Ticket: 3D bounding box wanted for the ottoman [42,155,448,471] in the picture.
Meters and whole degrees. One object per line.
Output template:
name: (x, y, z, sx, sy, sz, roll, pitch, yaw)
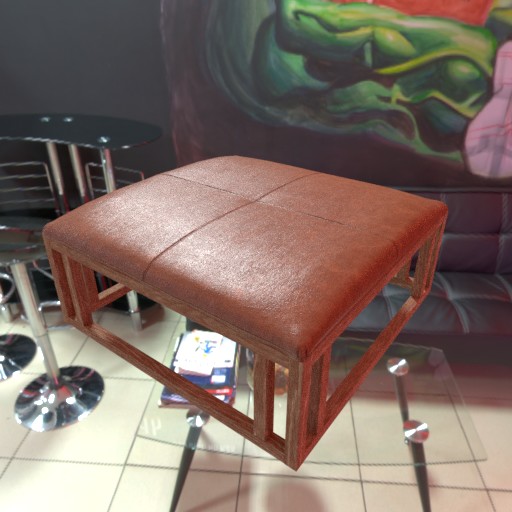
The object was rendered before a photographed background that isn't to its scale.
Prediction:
ottoman: (0.000, 0.000, 1.611, 1.016, 0.442, 1.013, 20, 35, 32)
